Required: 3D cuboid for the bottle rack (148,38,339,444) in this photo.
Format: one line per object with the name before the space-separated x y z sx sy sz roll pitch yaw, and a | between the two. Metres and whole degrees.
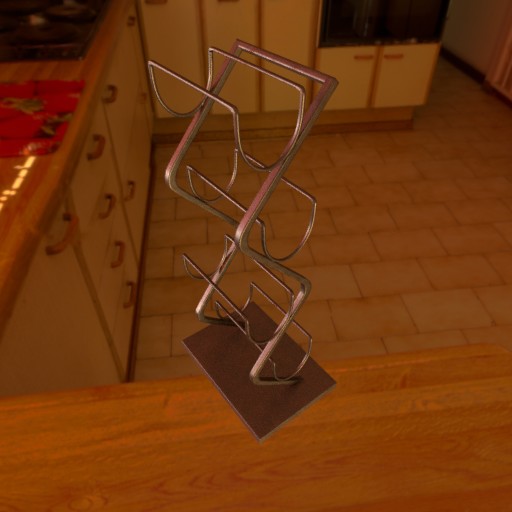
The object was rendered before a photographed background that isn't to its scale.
bottle rack | 0.000 0.000 0.665 0.178 0.559 0.254 -27 48 -27
